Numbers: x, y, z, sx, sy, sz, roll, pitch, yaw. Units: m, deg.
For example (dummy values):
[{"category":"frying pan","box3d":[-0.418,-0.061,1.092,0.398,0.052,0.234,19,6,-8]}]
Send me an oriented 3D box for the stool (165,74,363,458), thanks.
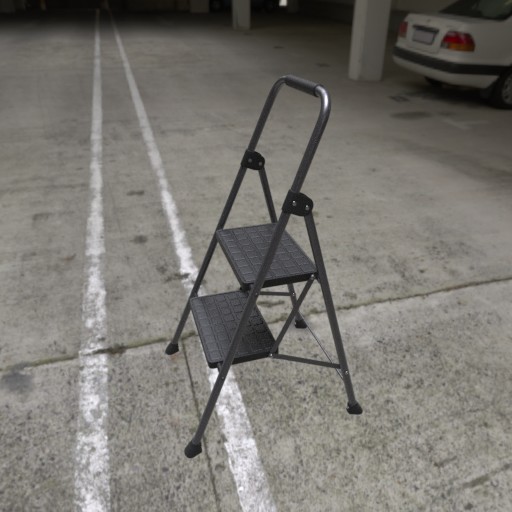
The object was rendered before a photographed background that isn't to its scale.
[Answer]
[{"category":"stool","box3d":[0.000,0.000,1.178,0.514,0.872,0.450,-8,30,-15]}]
